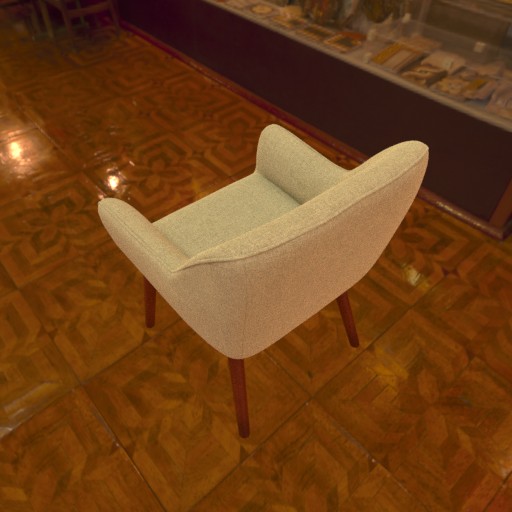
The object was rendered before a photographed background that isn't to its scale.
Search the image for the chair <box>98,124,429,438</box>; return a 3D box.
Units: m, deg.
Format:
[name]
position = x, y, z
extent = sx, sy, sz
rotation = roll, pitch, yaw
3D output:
[chair]
position = 0.000, 0.000, 1.243
extent = 0.610, 0.813, 0.610
rotation = -31, 55, -25
